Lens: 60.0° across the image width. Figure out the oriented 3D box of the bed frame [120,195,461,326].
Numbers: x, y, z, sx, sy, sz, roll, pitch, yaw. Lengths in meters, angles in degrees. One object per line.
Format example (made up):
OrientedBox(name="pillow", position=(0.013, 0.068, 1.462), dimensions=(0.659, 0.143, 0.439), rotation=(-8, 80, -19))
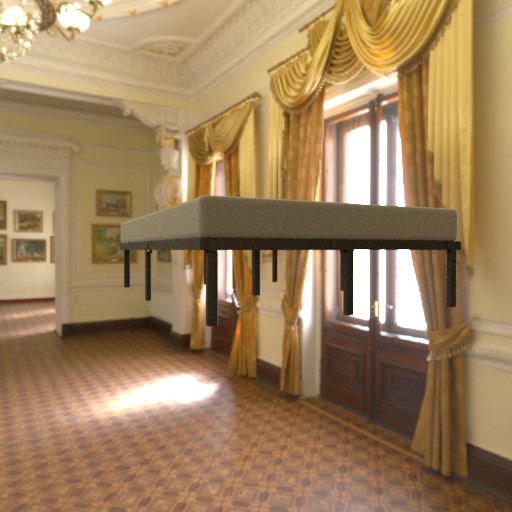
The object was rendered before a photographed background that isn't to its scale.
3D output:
OrientedBox(name="bed frame", position=(0.000, 0.000, 3.844), dimensions=(2.205, 0.680, 2.842), rotation=(0, 1, -18))
